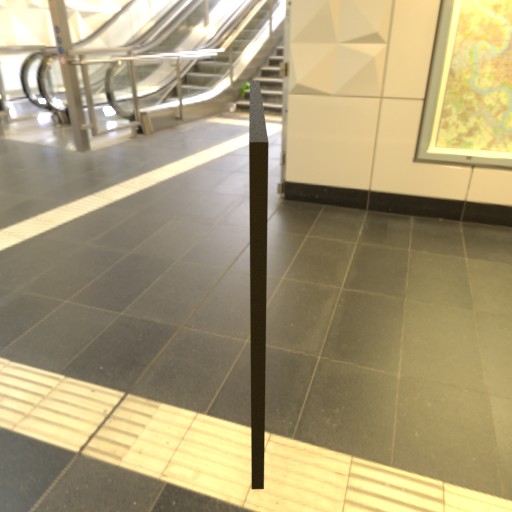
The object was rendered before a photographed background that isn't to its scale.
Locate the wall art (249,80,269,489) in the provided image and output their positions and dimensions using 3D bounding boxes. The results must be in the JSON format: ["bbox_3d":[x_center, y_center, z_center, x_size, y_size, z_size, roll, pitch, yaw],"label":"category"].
[{"bbox_3d":[0.000,0.000,0.531,0.013,0.356,0.356,0,28,0],"label":"wall art"}]
